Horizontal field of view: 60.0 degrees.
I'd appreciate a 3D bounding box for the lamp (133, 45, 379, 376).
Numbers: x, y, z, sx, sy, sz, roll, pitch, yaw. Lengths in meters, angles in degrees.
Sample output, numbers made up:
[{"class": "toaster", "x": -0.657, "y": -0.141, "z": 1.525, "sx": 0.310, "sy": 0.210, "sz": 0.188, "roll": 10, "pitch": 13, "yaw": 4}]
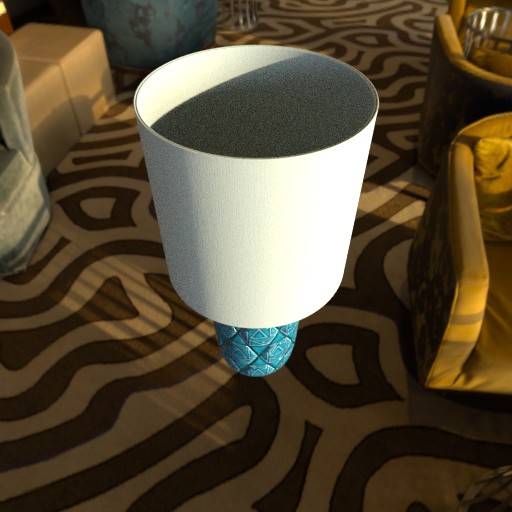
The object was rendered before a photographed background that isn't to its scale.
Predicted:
[{"class": "lamp", "x": 0.000, "y": 0.000, "z": 0.489, "sx": 0.193, "sy": 0.377, "sz": 0.193, "roll": -3, "pitch": 46, "yaw": -3}]
